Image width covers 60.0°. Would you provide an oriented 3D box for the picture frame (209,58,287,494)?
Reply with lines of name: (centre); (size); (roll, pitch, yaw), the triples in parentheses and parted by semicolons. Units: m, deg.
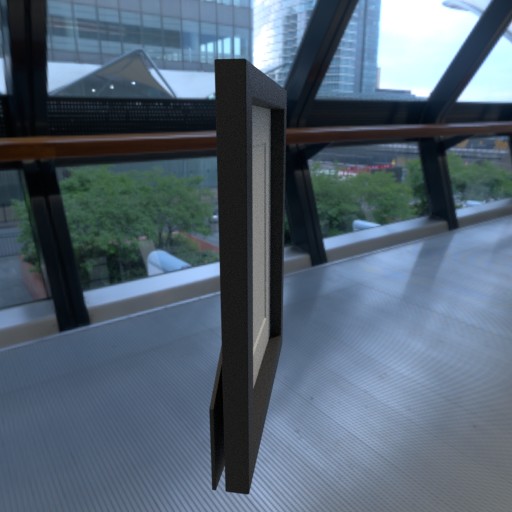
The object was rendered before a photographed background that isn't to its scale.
picture frame: (0.000, 0.000, 0.515); (0.036, 0.383, 0.307); (3, 17, 9)
